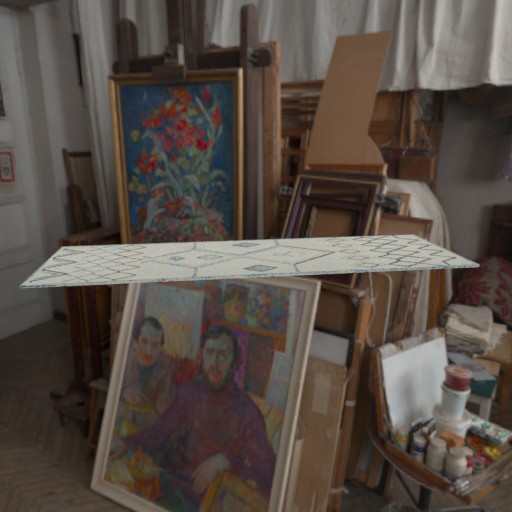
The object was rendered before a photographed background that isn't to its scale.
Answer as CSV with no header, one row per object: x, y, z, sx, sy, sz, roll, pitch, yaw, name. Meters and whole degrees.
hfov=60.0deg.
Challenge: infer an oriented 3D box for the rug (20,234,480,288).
0.000,0.000,2.684,2.434,0.013,0.770,-2,16,-8,rug
